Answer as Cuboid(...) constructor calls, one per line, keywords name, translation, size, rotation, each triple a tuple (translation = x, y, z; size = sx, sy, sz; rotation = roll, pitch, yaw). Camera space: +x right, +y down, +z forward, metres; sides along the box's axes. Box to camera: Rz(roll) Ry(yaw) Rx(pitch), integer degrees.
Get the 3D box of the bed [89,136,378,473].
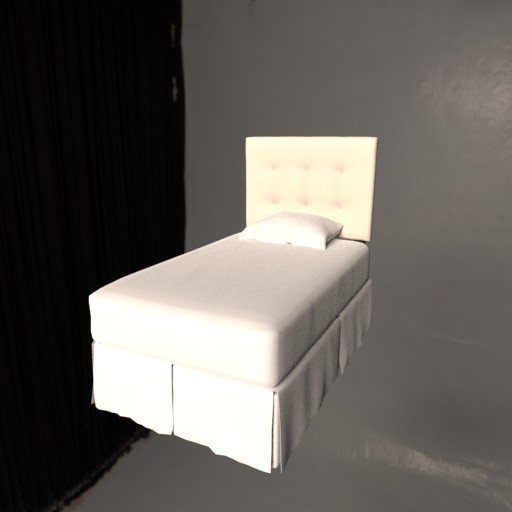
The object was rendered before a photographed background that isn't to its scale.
Cuboid(name="bed", translation=(0.000, 0.000, 3.027), size=(1.261, 1.571, 1.997), rotation=(8, 17, 26))
